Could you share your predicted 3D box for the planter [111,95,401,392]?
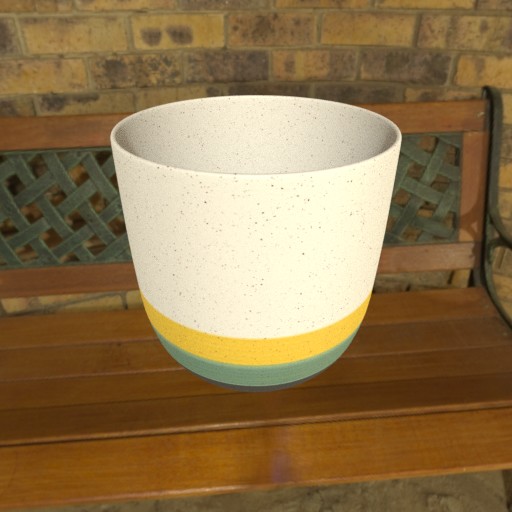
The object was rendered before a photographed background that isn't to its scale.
[{"bbox_3d":[0.000,0.000,0.362,0.195,0.214,0.195,0,31,0],"label":"planter"}]
